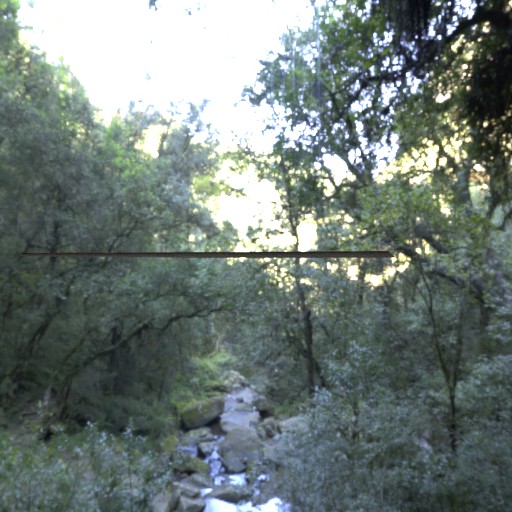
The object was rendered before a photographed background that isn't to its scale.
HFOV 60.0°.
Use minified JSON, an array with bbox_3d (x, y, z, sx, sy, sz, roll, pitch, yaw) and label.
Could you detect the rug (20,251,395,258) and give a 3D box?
[{"bbox_3d":[0.000,0.000,4.148,2.466,0.021,3.049,0,-1,18],"label":"rug"}]
